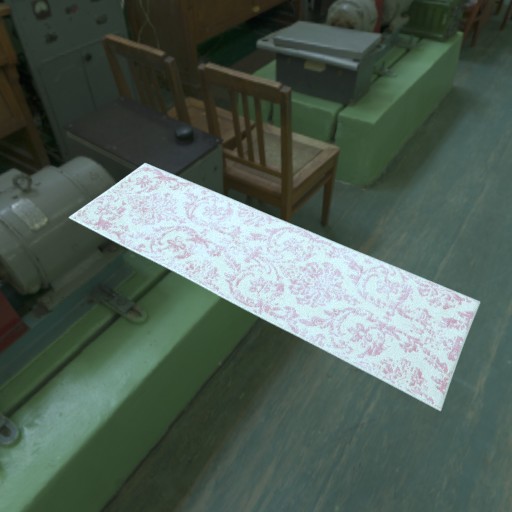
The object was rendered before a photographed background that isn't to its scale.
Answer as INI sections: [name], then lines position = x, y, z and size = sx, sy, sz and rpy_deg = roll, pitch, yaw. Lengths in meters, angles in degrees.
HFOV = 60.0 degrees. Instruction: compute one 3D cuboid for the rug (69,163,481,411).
[rug]
position = 0.000, 0.000, 2.391
size = 2.196, 0.011, 0.662
rpy_deg = 25, 51, 22
